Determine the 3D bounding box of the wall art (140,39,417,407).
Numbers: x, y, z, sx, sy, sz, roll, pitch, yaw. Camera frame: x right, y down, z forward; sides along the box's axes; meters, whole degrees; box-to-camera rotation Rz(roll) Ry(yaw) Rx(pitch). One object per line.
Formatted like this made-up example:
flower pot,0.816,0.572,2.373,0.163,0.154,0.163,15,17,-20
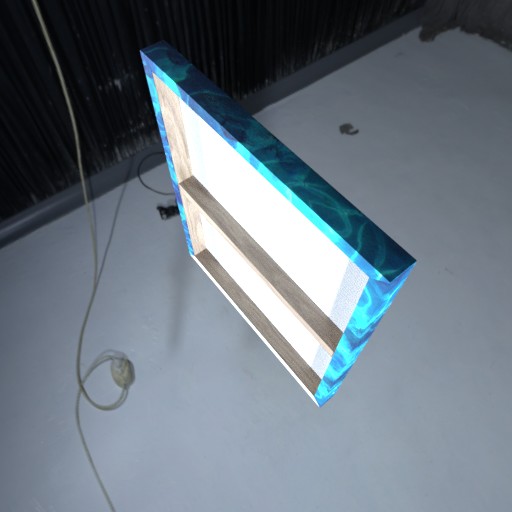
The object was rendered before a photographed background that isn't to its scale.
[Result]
wall art,0.000,0.000,0.708,0.038,0.508,0.432,-34,65,-19
